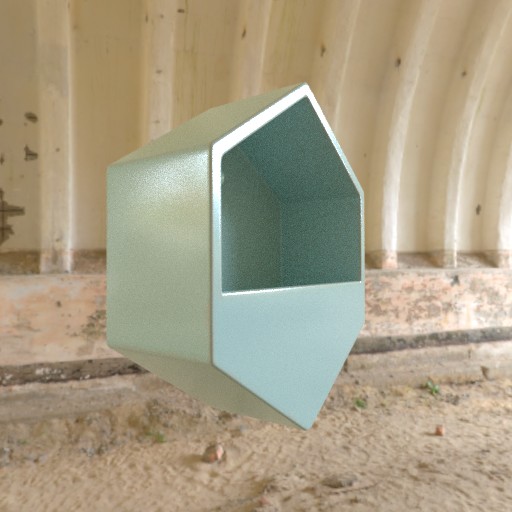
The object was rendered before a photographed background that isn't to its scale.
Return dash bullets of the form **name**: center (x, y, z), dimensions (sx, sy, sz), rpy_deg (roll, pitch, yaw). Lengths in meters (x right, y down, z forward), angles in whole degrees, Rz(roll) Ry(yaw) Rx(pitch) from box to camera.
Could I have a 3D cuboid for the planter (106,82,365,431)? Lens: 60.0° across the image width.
- **planter**: center (0.000, 0.000, 0.285), dimensions (0.078, 0.207, 0.169), rpy_deg (-1, -1, 37)
